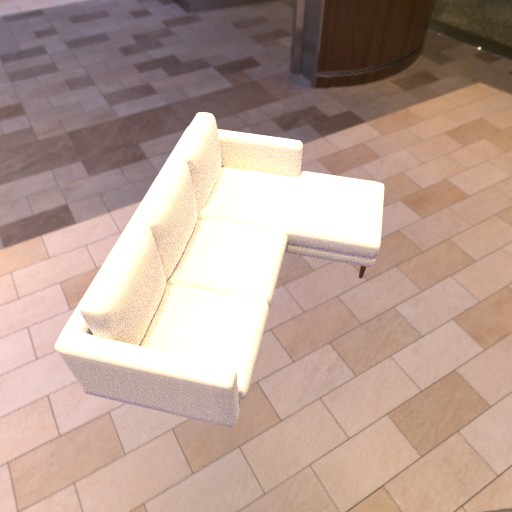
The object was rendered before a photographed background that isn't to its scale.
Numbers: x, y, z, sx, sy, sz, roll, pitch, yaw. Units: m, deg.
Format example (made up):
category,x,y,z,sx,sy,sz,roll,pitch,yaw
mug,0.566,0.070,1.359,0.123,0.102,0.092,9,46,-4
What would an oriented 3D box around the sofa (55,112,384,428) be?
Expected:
category,x,y,z,sx,sy,sz,roll,pitch,yaw
sofa,0.000,0.000,2.858,1.580,0.899,2.029,10,49,9
